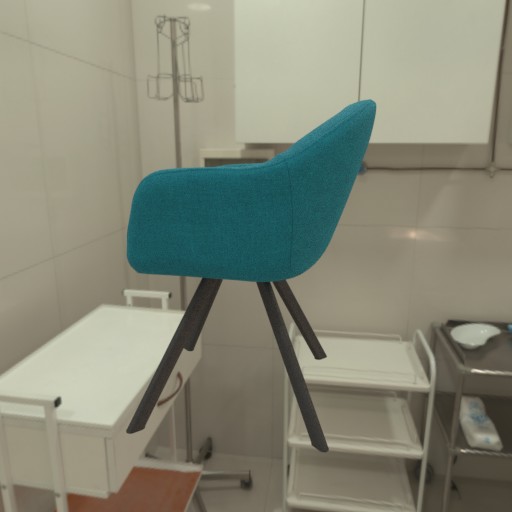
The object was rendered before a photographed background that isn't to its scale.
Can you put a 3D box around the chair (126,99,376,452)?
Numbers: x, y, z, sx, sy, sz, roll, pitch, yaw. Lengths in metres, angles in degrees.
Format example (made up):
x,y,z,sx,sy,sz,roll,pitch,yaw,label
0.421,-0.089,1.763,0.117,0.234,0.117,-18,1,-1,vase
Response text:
x,y,z,sx,sy,sz,roll,pitch,yaw,label
0.000,0.000,1.164,0.565,0.775,0.545,2,14,8,chair
